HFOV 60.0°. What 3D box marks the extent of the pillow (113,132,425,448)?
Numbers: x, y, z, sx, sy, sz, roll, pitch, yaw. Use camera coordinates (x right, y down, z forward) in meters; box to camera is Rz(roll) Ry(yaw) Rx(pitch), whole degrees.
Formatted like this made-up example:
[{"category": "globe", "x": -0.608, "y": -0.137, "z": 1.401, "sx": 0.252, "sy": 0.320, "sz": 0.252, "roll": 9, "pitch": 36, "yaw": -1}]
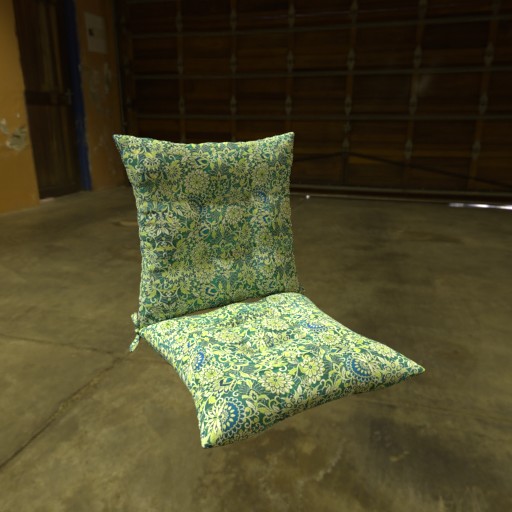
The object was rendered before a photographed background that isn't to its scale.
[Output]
[{"category": "pillow", "x": 0.000, "y": 0.000, "z": 1.012, "sx": 0.541, "sy": 0.536, "sz": 0.585, "roll": -8, "pitch": 18, "yaw": -27}]
